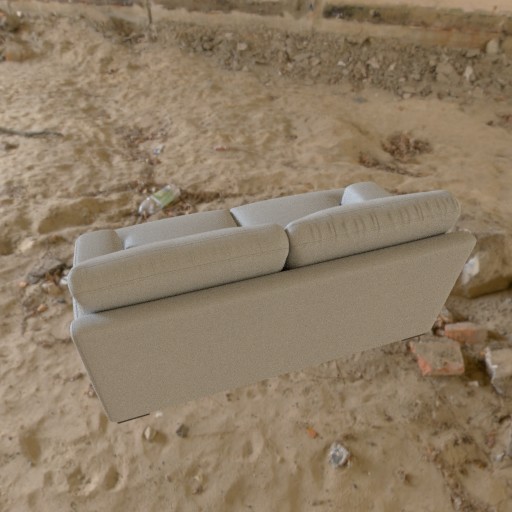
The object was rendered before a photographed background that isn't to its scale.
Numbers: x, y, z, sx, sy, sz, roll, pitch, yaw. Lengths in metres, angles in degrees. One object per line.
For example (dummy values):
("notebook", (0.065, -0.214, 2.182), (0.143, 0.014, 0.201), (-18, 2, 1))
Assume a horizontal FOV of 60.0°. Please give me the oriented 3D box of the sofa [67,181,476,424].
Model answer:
("sofa", (0.000, 0.000, 2.433), (1.880, 0.940, 1.143), (-12, 41, -14))
